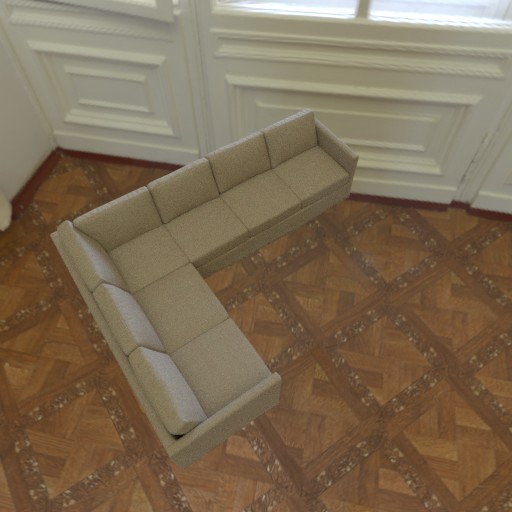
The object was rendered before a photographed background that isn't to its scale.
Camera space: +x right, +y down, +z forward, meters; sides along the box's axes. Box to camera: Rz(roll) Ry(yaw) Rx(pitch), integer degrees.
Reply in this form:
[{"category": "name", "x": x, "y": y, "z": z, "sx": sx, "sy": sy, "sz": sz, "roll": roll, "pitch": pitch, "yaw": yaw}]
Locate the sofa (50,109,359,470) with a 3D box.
[{"category": "sofa", "x": 0.000, "y": 0.000, "z": 4.417, "sx": 3.182, "sy": 0.871, "sz": 2.432, "roll": -30, "pitch": 62, "yaw": -18}]
